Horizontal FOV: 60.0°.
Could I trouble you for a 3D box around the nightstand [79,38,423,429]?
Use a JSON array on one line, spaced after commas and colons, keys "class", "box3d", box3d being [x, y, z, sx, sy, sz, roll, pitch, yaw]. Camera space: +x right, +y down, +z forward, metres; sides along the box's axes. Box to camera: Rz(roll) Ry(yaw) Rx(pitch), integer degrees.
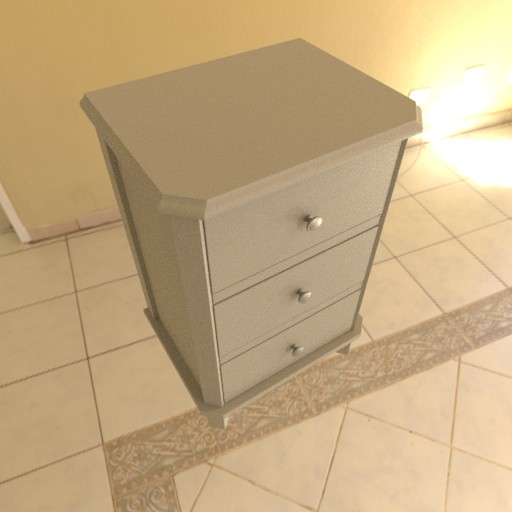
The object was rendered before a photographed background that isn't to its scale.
[{"class": "nightstand", "box3d": [0.000, 0.000, 0.928, 0.450, 0.680, 0.350, -25, 51, -22]}]
